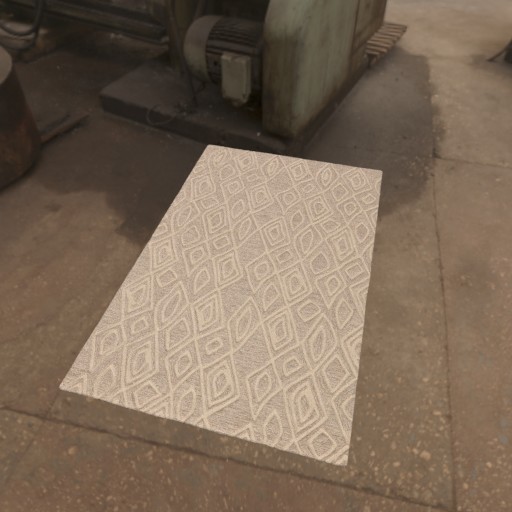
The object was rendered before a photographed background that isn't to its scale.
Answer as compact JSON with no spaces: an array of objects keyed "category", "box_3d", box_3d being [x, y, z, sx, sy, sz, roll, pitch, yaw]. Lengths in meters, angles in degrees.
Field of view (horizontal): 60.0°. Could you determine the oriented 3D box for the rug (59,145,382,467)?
[{"category":"rug","box_3d":[0.000,0.000,3.037,1.546,0.010,2.442,11,48,10]}]
